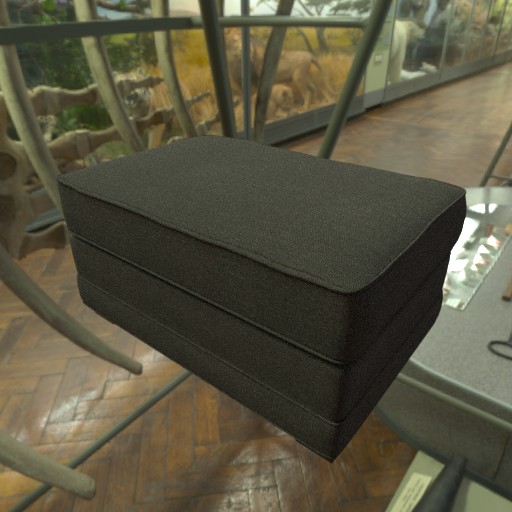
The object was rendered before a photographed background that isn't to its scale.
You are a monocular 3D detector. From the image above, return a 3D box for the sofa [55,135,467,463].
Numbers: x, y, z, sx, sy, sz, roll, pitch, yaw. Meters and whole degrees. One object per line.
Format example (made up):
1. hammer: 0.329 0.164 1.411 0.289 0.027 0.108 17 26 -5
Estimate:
1. sofa: 0.000 0.000 1.161 0.854 0.457 0.578 21 36 33
